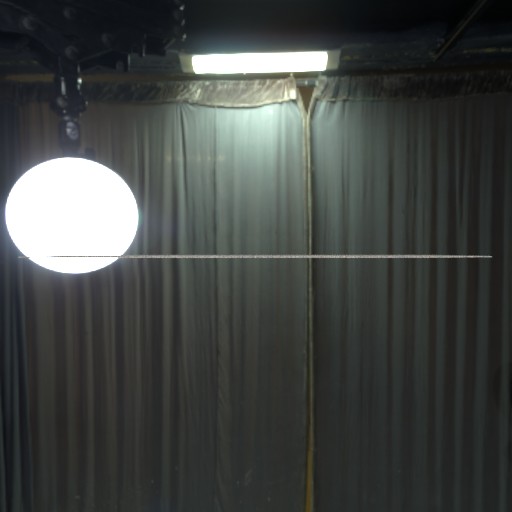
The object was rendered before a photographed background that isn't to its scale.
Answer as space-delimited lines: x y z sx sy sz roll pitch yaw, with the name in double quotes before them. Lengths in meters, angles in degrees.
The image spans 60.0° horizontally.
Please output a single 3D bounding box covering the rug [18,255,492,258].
"rug" 0.000 0.000 2.633 2.443 0.009 0.706 0 1 0
